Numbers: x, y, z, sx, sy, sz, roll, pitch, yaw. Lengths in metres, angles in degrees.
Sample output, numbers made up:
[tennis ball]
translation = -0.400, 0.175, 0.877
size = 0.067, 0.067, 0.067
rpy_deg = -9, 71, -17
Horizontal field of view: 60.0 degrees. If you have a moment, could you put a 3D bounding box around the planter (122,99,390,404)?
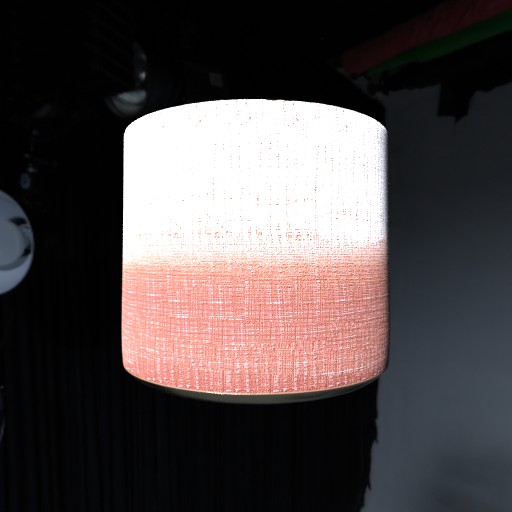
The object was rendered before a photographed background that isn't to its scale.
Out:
[planter]
translation = 0.000, 0.000, 0.307
size = 0.178, 0.157, 0.178
rpy_deg = 0, 0, 0
